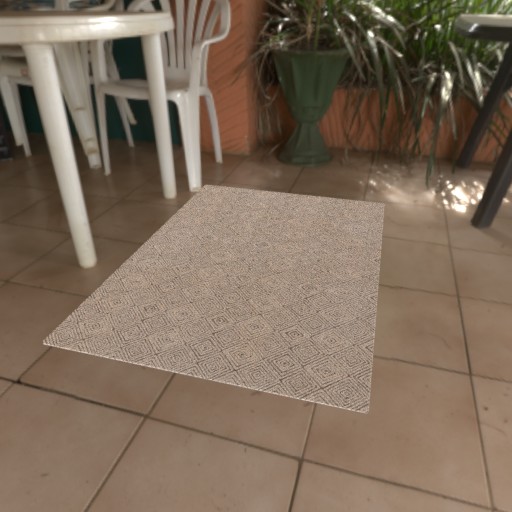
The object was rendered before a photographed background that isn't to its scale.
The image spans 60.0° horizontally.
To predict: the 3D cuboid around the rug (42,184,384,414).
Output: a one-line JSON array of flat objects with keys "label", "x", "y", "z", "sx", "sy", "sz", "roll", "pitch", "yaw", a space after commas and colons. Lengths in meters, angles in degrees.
[{"label": "rug", "x": 0.000, "y": 0.000, "z": 2.949, "sx": 1.593, "sy": 0.008, "sz": 2.238, "roll": 8, "pitch": 31, "yaw": 14}]
